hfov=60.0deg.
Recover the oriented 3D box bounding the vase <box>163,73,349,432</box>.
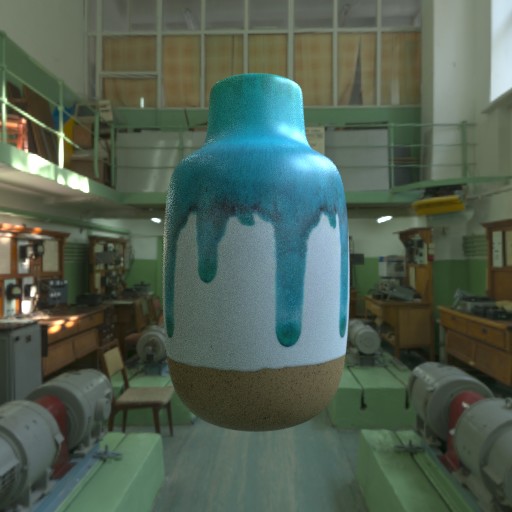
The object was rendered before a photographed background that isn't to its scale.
[{"bbox_3d":[0.000,0.000,0.257,0.106,0.192,0.106,0,0,0],"label":"vase"}]
